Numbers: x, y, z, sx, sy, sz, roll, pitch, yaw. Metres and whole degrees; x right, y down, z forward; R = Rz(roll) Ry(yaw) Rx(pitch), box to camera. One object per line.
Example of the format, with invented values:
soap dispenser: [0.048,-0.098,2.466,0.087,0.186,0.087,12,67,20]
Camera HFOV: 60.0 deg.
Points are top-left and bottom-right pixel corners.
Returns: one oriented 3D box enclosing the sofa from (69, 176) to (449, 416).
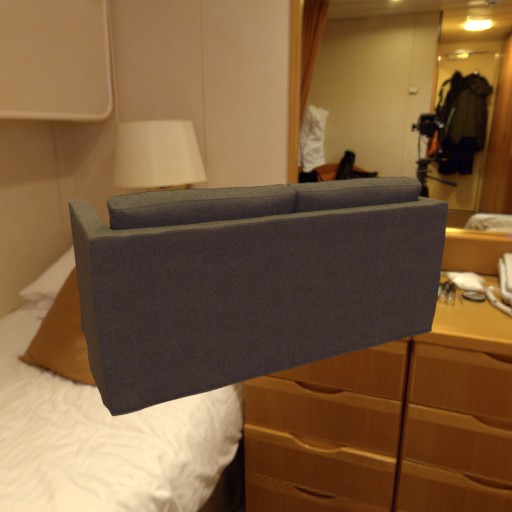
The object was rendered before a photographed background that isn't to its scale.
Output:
sofa: [0.000,0.000,2.402,1.802,0.854,0.974,-8,18,-25]
